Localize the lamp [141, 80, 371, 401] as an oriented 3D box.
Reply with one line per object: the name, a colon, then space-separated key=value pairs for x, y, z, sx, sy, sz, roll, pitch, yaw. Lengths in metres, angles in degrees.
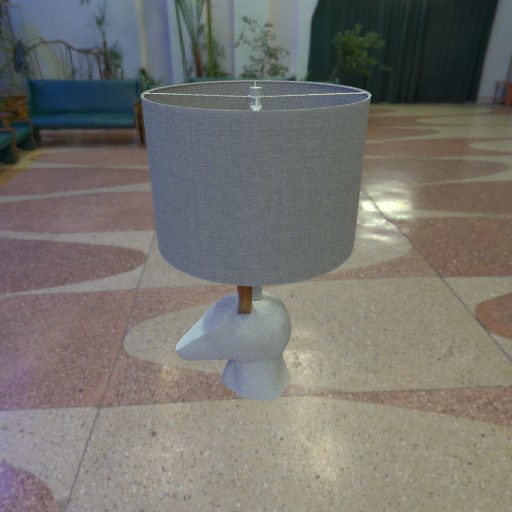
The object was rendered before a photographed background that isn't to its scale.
lamp: x=0.000 y=0.000 z=0.703 sx=0.298 sy=0.503 sz=0.298 roll=0 pitch=27 yaw=-1
